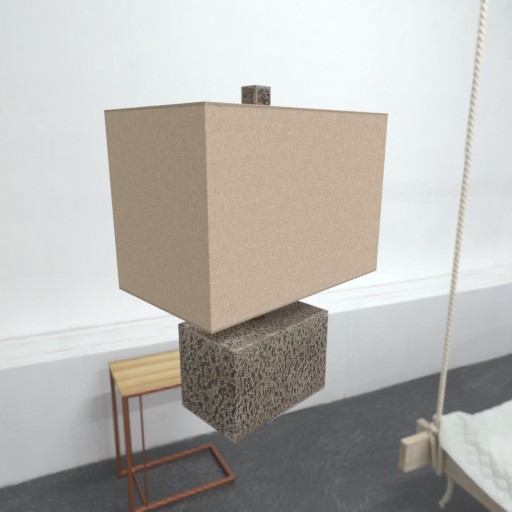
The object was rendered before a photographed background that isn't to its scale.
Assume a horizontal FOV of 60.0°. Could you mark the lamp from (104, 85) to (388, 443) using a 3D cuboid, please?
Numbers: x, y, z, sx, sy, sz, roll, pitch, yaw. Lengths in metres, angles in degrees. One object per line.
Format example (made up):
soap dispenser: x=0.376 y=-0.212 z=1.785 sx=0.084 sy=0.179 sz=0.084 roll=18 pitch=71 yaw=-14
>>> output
lamp: x=0.000 y=0.000 z=0.572 sx=0.294 sy=0.411 sz=0.180 roll=-14 pitch=21 yaw=-42
